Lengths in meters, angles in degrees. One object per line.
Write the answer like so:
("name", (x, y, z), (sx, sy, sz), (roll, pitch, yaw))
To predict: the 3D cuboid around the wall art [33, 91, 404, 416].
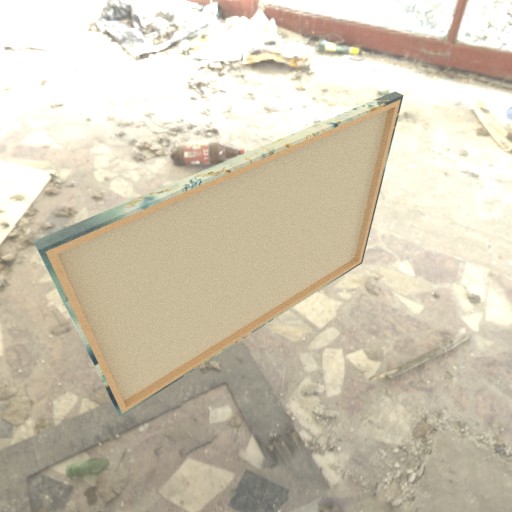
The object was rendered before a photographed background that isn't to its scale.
("wall art", (0.000, 0.000, 1.422), (1.138, 0.759, 0.035), (-29, 52, -25))
